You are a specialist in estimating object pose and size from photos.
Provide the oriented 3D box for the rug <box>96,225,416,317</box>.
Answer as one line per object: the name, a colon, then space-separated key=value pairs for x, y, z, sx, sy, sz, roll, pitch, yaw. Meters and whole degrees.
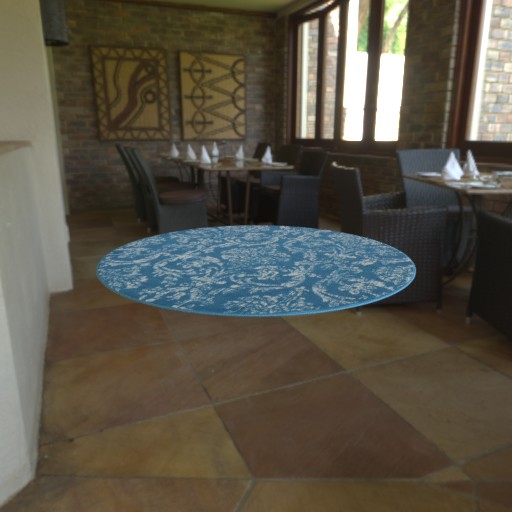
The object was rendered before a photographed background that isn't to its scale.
rug: x=0.000 y=0.000 z=2.337 sx=1.593 sy=0.012 sz=1.593 roll=0 pitch=15 yaw=0
